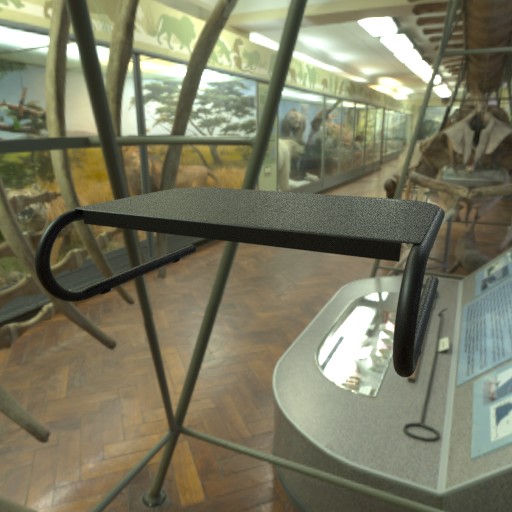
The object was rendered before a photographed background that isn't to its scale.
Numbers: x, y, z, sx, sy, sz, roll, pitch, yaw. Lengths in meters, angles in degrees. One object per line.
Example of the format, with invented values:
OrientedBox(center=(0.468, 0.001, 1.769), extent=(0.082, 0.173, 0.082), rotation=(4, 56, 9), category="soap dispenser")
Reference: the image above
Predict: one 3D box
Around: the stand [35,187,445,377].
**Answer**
OrientedBox(center=(0.000, 0.000, 0.494), extent=(0.370, 0.108, 0.280), rotation=(8, 18, 25), category="stand")
